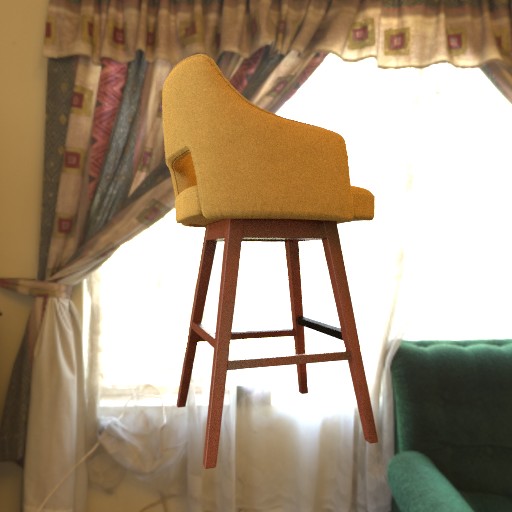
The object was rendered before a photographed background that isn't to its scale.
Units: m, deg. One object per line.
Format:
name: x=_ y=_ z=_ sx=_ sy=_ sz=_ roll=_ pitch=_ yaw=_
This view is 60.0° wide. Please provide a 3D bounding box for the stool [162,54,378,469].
stool: x=0.000 y=0.000 z=1.340 sx=0.558 sy=1.012 sz=0.548 roll=0 pitch=0 yaw=-18
